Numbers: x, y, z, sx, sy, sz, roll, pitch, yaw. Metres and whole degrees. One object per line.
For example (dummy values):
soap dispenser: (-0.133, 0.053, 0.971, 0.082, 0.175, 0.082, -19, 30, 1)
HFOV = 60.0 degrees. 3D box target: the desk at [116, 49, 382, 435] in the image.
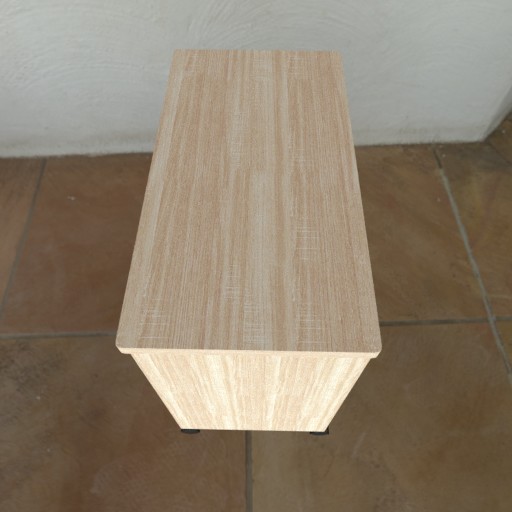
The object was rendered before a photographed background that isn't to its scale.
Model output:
desk: (0.000, 0.000, 1.335, 0.480, 0.770, 0.884, 1, 57, 1)
